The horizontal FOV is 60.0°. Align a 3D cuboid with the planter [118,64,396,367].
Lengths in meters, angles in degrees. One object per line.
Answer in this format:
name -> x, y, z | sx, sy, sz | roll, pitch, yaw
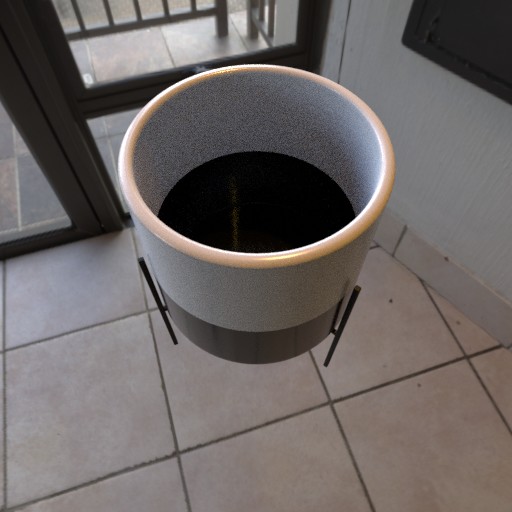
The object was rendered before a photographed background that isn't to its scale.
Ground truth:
planter -> 0.000, 0.000, 0.661 | 0.310, 0.432, 0.310 | -32, 63, -18
